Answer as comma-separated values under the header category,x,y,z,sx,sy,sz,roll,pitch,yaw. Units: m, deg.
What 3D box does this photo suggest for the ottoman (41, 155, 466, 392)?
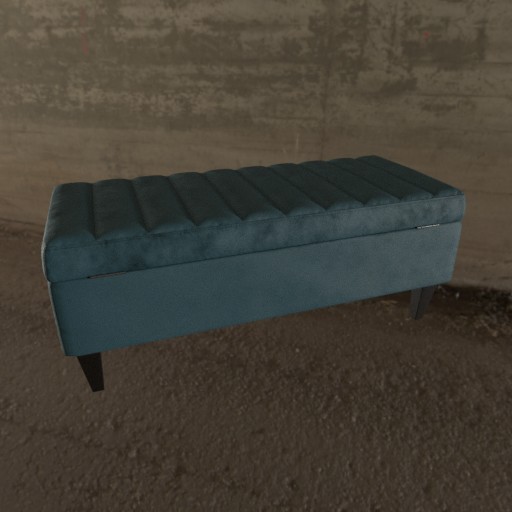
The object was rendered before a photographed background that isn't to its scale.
category,x,y,z,sx,sy,sz,roll,pitch,yaw
ottoman,0.000,0.000,1.398,1.151,0.469,0.482,-9,28,-17
